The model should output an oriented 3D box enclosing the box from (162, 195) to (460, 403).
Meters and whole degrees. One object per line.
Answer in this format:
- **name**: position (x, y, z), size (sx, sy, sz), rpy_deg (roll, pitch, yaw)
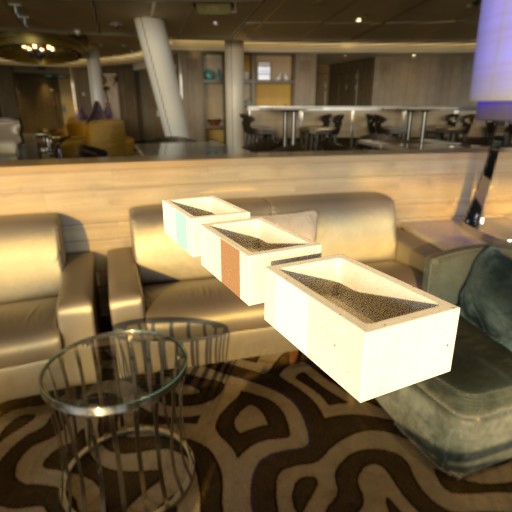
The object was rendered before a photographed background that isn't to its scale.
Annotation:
- **box**: position (0.000, 0.000, 0.488), size (0.082, 0.051, 0.461), rpy_deg (-9, 20, -25)
